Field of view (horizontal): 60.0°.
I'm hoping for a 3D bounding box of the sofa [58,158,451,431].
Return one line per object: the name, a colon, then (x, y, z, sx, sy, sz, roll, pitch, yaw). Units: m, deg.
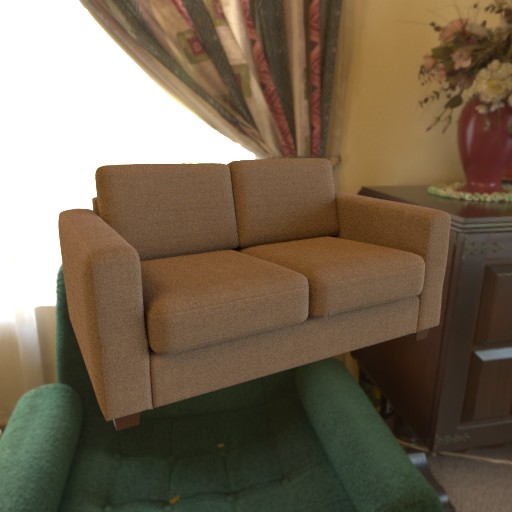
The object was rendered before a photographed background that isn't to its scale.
sofa: (0.000, 0.000, 1.959, 1.520, 0.800, 0.900, -8, 18, -27)
